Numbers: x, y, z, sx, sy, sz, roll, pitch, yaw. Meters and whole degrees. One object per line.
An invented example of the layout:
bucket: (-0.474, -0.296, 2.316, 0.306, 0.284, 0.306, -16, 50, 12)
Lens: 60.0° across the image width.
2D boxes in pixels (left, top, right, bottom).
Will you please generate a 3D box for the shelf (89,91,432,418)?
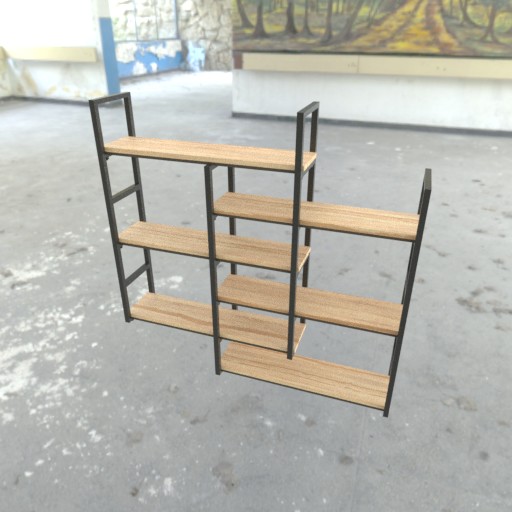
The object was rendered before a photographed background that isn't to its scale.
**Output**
shelf: (0.000, 0.000, 1.401, 0.946, 0.921, 0.183, 9, 29, 17)
